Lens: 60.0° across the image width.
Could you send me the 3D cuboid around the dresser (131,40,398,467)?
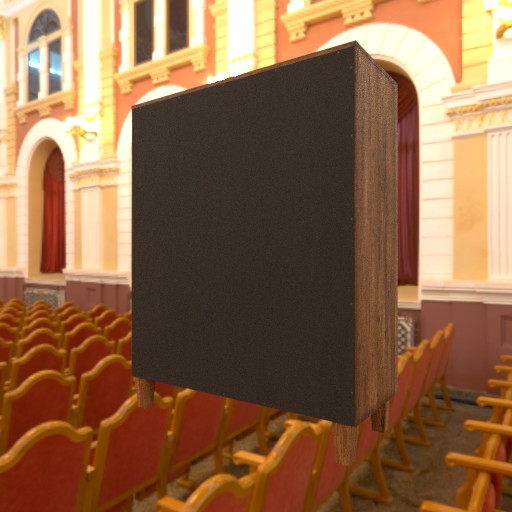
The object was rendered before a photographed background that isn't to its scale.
[{"bbox_3d":[0.000,0.000,1.878,1.067,1.359,0.438,0,0,35],"label":"dresser"}]
